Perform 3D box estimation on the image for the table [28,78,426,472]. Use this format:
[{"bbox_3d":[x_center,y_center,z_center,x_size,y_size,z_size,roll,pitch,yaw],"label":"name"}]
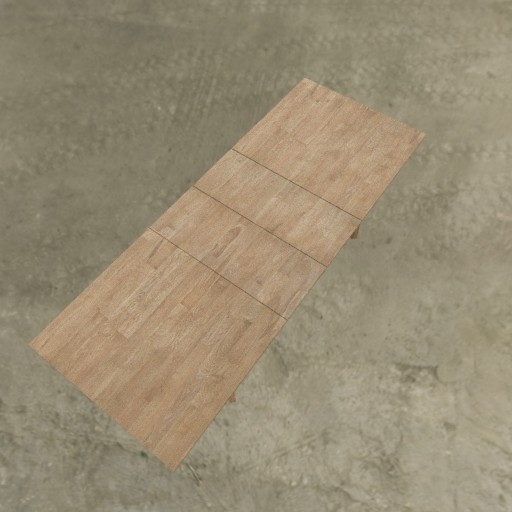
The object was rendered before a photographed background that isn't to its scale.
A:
[{"bbox_3d":[0.000,0.000,2.989,1.000,0.752,2.603,32,64,18],"label":"table"}]
